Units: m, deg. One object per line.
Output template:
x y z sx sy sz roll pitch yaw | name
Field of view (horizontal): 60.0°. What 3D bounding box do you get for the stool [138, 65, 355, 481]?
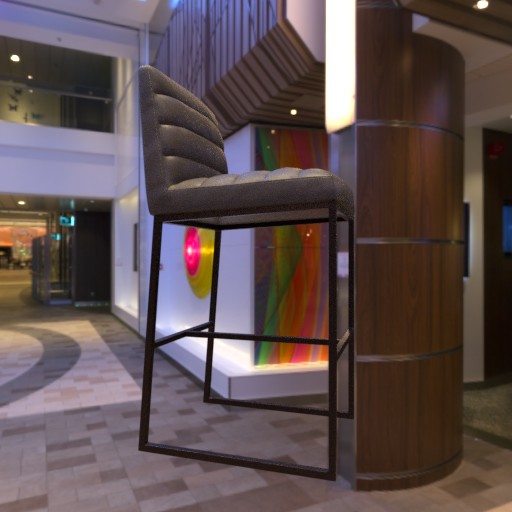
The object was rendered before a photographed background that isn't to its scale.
0.000 0.000 1.337 0.562 1.065 0.463 0 0 18 | stool
